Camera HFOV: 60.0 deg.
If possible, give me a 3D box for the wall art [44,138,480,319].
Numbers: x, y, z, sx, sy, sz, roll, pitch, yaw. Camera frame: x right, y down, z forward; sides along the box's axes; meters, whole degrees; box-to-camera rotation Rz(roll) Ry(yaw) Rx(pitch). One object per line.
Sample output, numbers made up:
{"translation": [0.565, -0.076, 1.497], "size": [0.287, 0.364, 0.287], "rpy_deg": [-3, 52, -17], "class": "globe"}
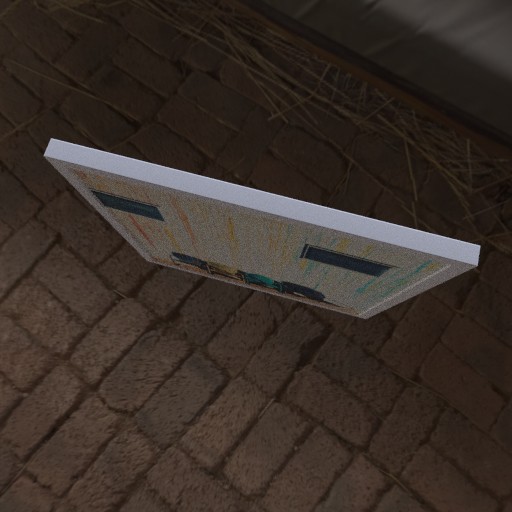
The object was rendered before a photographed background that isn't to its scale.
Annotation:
{"translation": [0.000, 0.000, 1.123], "size": [0.760, 0.760, 0.036], "rpy_deg": [15, 76, 4], "class": "wall art"}
